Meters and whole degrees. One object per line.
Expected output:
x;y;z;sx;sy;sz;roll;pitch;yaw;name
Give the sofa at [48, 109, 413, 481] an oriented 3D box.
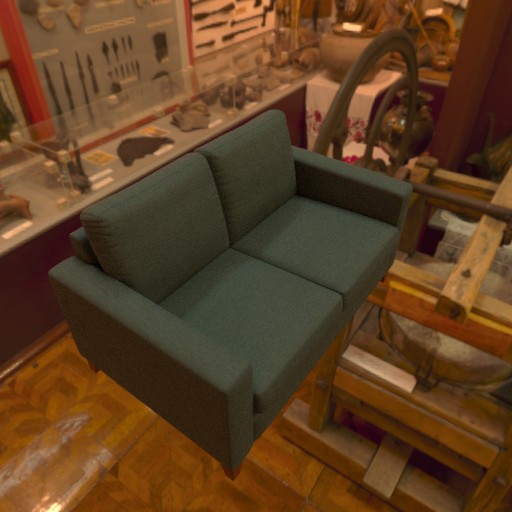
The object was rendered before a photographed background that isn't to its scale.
0.000;0.000;2.084;0.955;0.903;1.489;25;46;27;sofa
